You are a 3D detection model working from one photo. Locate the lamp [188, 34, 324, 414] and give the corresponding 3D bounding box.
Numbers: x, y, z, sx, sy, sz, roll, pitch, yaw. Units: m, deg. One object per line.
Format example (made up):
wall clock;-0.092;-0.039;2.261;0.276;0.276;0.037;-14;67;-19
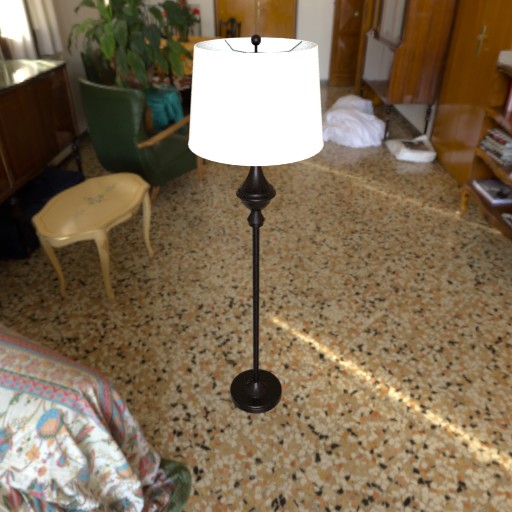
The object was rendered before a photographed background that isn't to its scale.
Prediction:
lamp;0.000;0.000;1.651;0.431;1.484;0.431;0;32;0
